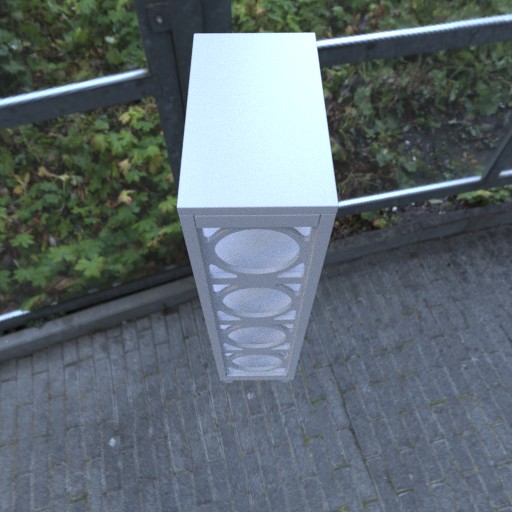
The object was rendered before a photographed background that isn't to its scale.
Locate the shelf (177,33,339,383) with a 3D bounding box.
[{"bbox_3d":[0.000,0.000,1.689,0.340,1.411,0.611,-1,59,0],"label":"shelf"}]
